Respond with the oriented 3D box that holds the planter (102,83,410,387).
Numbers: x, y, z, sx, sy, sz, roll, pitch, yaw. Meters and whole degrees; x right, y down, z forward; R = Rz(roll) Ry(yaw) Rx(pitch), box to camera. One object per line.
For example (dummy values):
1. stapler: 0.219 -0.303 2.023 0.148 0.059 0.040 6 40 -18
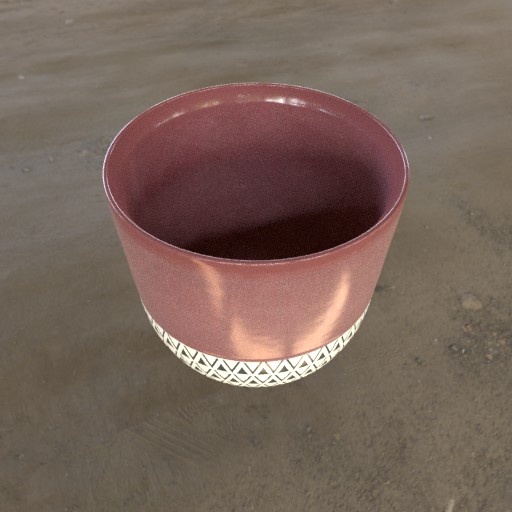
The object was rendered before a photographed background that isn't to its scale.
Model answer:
1. planter: 0.000 0.000 0.490 0.266 0.270 0.266 0 47 0
